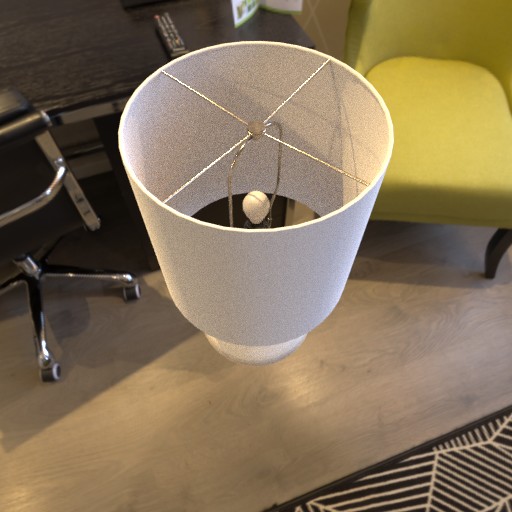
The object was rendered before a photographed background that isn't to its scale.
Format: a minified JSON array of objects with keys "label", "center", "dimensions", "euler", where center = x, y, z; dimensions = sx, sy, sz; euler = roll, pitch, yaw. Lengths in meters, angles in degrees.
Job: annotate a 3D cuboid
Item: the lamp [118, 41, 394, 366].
[{"label":"lamp","center":[0.000,0.000,0.523],"dimensions":[0.217,0.404,0.217],"euler":[34,64,19]}]
